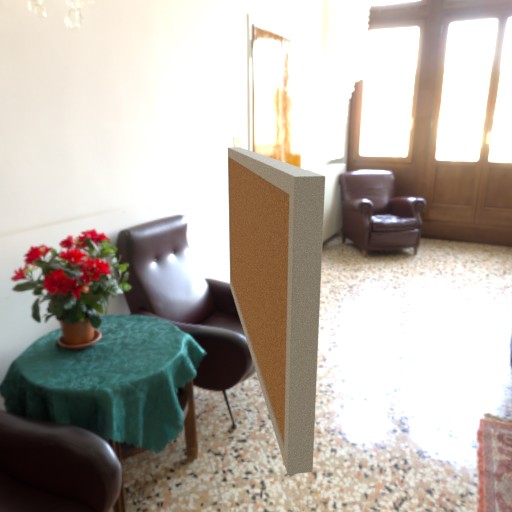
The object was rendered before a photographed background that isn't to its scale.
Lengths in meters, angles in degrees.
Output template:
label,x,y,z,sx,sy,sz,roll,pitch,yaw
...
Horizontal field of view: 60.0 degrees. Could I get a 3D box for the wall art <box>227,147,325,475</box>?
label,x,y,z,sx,sy,sz,roll,pitch,yaw
wall art,0.000,0.000,0.974,0.038,0.431,0.812,-3,16,-9
